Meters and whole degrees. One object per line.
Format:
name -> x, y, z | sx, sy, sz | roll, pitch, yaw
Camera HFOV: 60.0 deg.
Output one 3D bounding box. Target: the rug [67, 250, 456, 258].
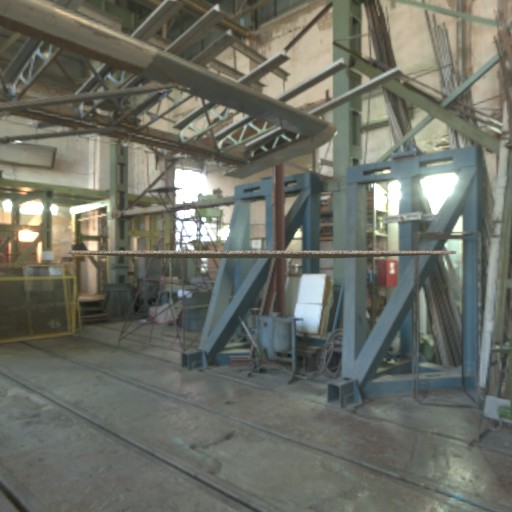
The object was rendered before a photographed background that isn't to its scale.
rug -> 0.000, 0.000, 2.886 | 1.547, 0.013, 2.283 | 0, -1, -1
